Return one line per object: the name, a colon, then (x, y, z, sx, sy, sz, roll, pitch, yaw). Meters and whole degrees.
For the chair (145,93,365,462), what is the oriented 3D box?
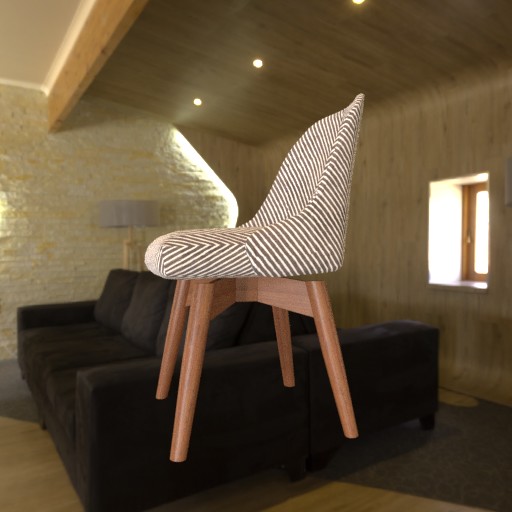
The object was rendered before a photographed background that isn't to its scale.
chair: (0.000, 0.000, 1.241, 0.591, 0.883, 0.504, 0, 1, -17)
